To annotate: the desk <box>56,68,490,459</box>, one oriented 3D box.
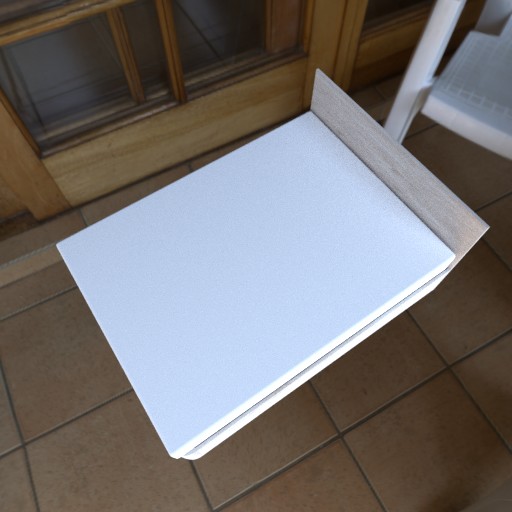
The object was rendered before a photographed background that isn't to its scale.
[{"bbox_3d":[0.000,0.000,2.608,1.900,0.800,1.400,-31,67,-15],"label":"desk"}]
